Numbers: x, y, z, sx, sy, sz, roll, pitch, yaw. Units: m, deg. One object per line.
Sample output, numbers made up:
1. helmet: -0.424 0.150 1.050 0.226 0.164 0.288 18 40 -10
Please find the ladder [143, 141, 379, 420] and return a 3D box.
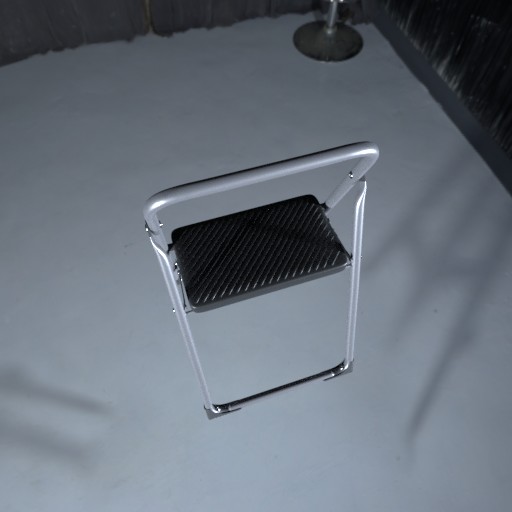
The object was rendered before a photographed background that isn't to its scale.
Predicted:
1. ladder: 0.000 0.000 1.015 0.430 0.720 0.472 -16 59 -10
